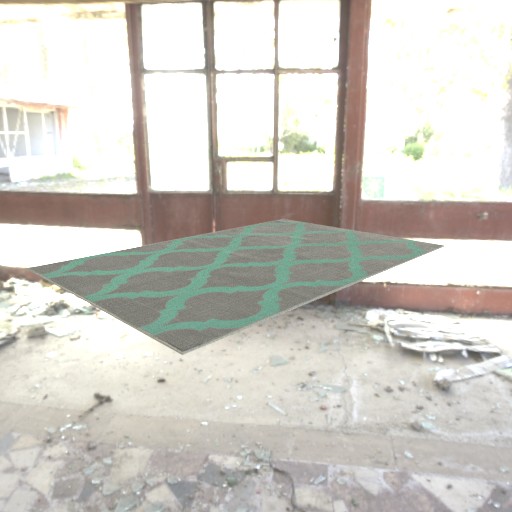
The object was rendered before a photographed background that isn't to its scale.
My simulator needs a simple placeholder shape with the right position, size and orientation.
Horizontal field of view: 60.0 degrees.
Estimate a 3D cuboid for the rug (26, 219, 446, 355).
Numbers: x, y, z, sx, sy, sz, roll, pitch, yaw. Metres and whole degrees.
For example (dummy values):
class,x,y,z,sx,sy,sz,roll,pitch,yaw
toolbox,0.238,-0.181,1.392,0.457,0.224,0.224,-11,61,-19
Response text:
class,x,y,z,sx,sy,sz,roll,pitch,yaw
rug,0.000,0.000,2.859,1.524,0.006,2.286,14,20,43
